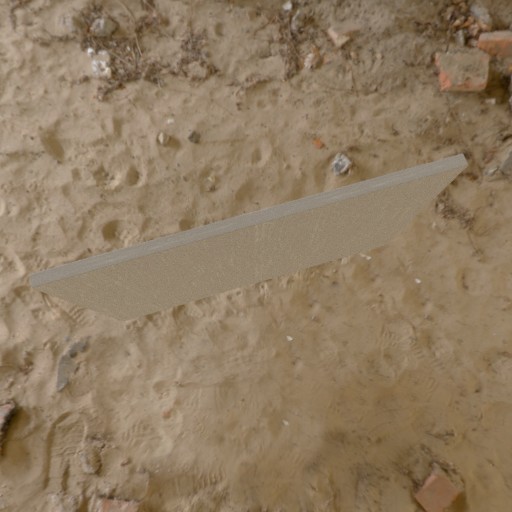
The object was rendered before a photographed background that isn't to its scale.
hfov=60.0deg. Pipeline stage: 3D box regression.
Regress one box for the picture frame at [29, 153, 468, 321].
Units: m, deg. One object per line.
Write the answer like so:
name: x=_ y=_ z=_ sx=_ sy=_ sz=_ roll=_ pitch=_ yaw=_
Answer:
picture frame: x=0.000 y=0.000 z=1.238 sx=0.950 sy=0.640 sz=0.029 roll=-16 pitch=76 yaw=-4
